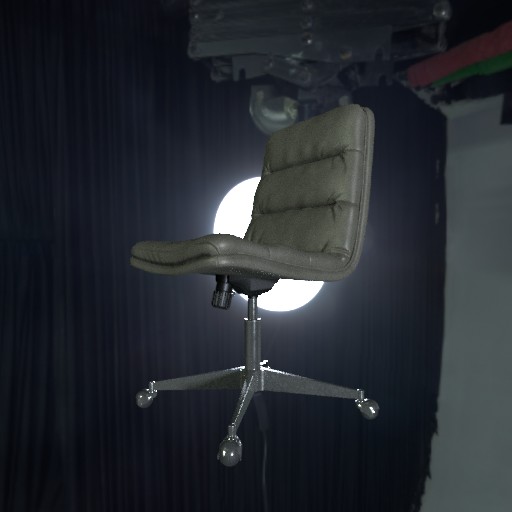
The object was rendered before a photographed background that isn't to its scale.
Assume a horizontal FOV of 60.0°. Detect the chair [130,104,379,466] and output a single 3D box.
[{"bbox_3d":[0.000,0.000,1.050,0.485,0.738,0.422,0,-1,-37],"label":"chair"}]
